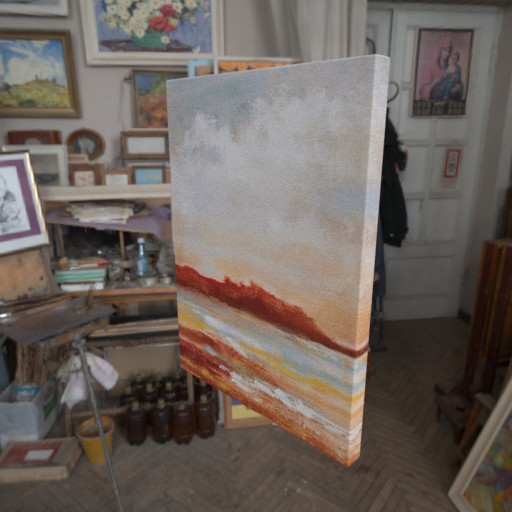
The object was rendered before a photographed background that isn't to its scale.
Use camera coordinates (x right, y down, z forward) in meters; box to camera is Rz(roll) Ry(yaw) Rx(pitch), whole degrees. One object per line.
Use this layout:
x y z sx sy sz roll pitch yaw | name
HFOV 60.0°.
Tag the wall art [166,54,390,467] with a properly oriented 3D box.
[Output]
0.000 0.000 0.779 0.443 0.605 0.035 15 22 42 | wall art
